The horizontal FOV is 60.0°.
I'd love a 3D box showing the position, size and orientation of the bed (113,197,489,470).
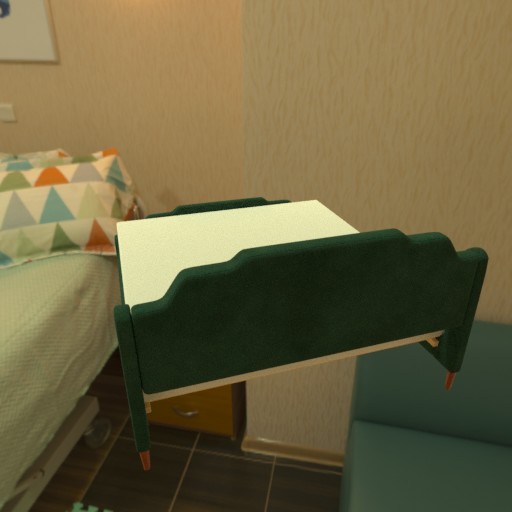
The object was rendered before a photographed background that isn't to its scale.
[{"bbox_3d":[0.000,0.000,3.416,2.074,1.245,2.340,-8,28,-16],"label":"bed"}]
